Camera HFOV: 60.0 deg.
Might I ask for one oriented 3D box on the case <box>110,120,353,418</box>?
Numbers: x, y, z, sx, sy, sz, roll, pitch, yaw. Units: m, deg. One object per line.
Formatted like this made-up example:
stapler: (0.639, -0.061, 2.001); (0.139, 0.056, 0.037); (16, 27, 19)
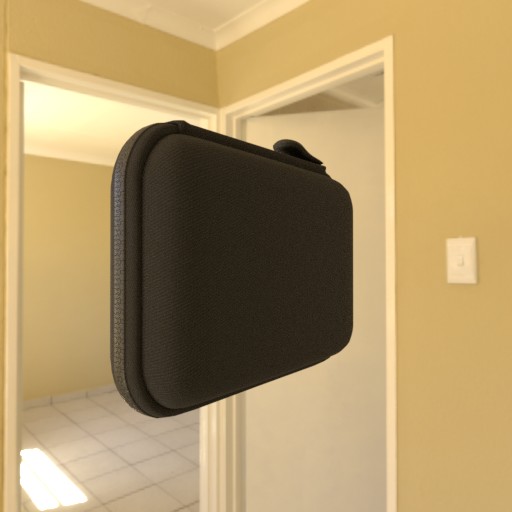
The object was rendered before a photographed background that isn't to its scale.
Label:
case: (0.000, 0.000, 0.183); (0.038, 0.105, 0.132); (0, -1, 38)
